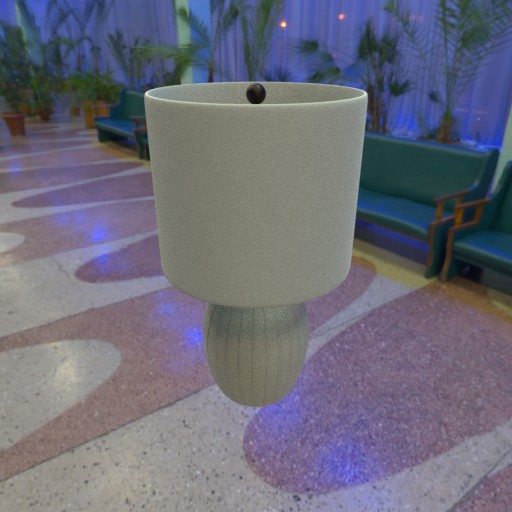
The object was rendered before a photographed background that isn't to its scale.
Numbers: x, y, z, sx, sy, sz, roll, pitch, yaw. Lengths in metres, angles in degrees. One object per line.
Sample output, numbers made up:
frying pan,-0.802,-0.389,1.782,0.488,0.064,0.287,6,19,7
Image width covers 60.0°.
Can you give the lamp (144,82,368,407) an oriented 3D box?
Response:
lamp,0.000,0.000,0.782,0.328,0.570,0.328,0,26,0
